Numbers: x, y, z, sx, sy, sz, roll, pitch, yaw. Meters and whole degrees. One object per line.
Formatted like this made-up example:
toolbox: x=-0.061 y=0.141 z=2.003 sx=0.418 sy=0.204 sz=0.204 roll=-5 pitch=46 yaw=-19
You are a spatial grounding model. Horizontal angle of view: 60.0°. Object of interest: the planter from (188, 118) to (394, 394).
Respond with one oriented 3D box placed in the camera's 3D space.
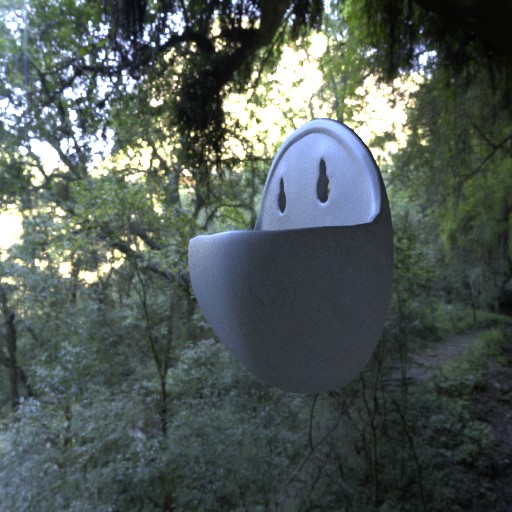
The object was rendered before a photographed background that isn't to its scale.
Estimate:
planter: x=0.000 y=0.000 z=0.269 sx=0.073 sy=0.164 sz=0.190 roll=0 pitch=0 yaw=-18
